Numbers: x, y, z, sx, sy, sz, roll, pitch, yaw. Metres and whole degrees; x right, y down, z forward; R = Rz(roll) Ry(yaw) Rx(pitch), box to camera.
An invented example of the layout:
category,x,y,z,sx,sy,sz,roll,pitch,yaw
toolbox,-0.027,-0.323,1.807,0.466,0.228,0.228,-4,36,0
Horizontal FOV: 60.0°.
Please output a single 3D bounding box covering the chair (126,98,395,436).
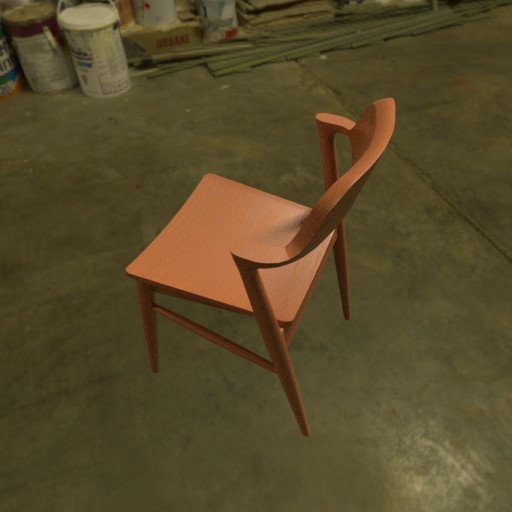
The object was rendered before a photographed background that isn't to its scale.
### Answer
category,x,y,z,sx,sy,sz,roll,pitch,yaw
chair,0.000,0.000,1.106,0.499,0.801,0.496,18,50,16
